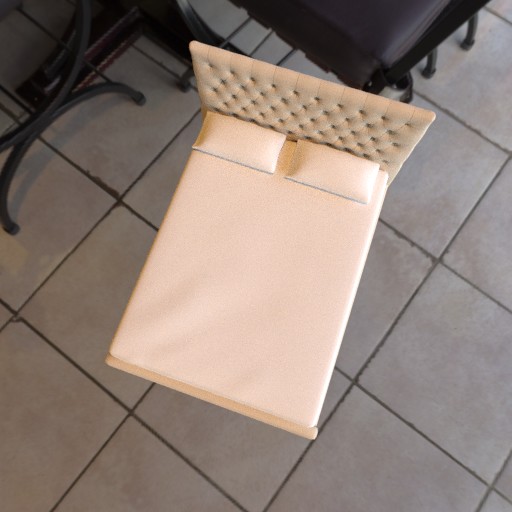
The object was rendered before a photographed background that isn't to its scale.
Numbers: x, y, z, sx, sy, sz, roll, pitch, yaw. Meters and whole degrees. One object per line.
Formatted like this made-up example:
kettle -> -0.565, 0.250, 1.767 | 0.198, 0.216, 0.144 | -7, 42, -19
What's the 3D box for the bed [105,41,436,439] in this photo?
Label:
bed -> 0.000, 0.000, 3.311 | 1.696, 1.426, 2.233 | 19, 76, 5
